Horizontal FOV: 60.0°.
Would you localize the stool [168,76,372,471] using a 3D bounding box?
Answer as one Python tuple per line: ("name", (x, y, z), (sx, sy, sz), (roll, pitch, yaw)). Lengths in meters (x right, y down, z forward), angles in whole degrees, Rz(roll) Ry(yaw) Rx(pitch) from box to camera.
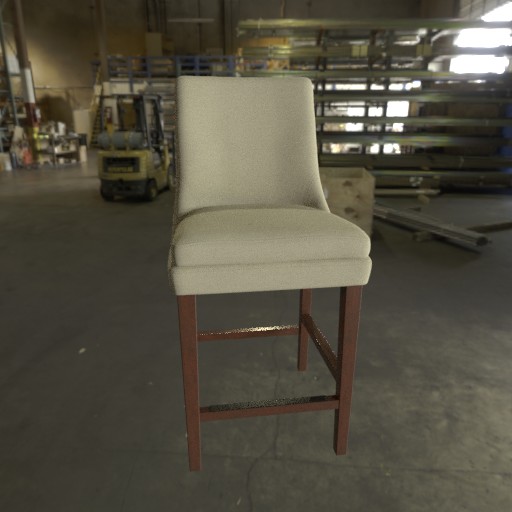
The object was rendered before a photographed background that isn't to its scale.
("stool", (0.000, 0.000, 1.256), (0.470, 0.981, 0.577), (-3, 18, -8))
